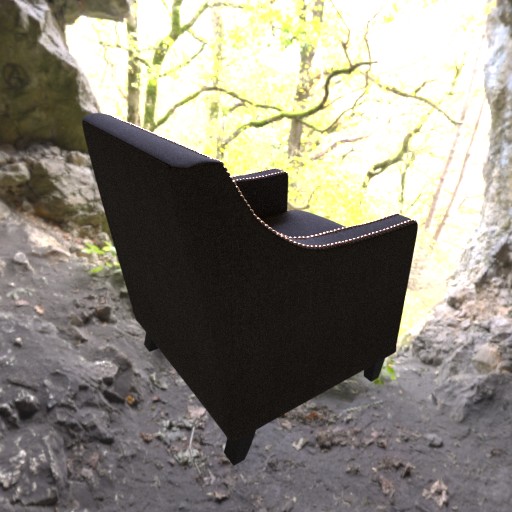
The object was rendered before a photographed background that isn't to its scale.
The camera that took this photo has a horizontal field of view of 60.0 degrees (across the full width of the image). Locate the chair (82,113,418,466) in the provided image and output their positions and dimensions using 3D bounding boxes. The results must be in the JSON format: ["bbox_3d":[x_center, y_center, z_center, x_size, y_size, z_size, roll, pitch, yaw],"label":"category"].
[{"bbox_3d":[0.000,0.000,1.593,0.884,0.967,0.776,-17,31,-30],"label":"chair"}]
